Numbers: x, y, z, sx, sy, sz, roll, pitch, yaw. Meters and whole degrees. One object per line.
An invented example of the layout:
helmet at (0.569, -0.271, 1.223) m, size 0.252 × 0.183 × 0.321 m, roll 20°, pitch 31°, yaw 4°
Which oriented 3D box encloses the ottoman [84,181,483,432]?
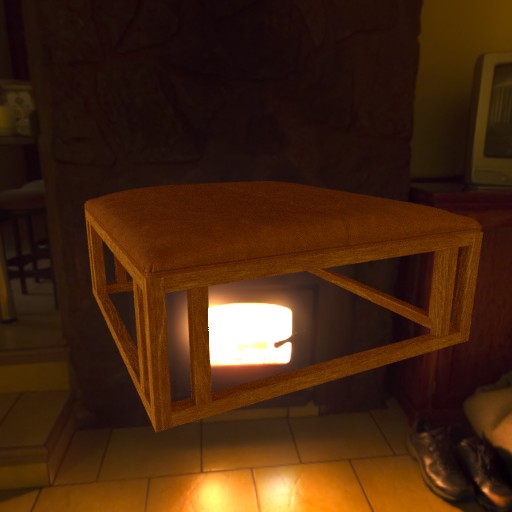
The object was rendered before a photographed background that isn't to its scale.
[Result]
ottoman at (0.000, 0.000, 1.574) m, size 1.013 × 0.442 × 1.016 m, roll -7°, pitch 17°, yaw -26°
